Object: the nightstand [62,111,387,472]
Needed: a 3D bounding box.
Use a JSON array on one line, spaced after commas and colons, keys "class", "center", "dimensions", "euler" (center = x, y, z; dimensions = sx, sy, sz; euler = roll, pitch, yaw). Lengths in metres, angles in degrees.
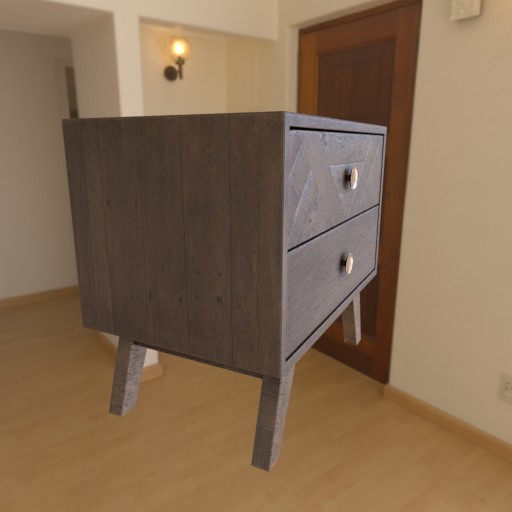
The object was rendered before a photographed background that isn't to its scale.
[{"class": "nightstand", "center": [0.000, 0.000, 1.045], "dimensions": [0.450, 0.599, 0.650], "euler": [7, 16, 27]}]
